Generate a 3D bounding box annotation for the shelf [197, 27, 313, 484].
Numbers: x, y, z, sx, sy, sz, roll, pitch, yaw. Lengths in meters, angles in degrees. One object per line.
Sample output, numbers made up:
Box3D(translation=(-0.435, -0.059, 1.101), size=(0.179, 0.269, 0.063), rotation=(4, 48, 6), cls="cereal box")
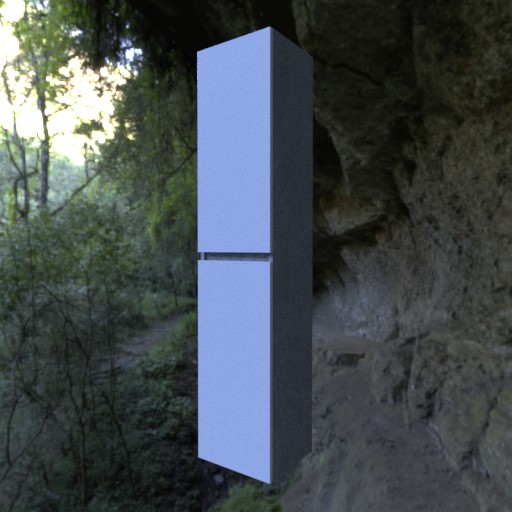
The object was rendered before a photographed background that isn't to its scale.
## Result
Box3D(translation=(0.000, 0.000, 1.552), size=(0.300, 1.400, 0.270), rotation=(1, 1, 36), cls="shelf")
